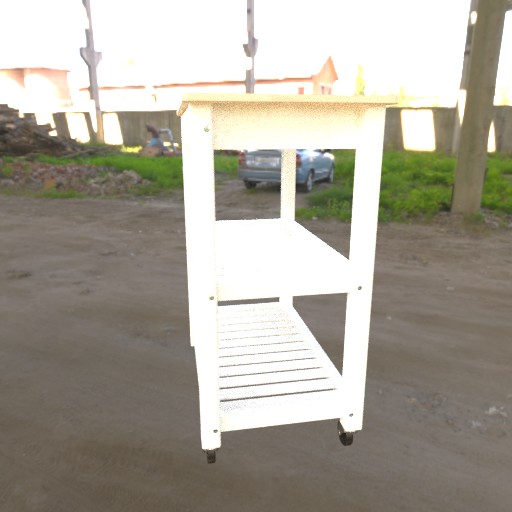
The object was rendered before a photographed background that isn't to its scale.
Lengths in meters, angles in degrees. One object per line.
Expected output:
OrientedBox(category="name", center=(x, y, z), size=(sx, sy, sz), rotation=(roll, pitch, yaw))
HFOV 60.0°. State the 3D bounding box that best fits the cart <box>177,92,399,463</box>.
OrientedBox(category="cart", center=(0.000, 0.000, 1.446), size=(0.457, 0.927, 0.899), rotation=(-3, 16, -10))
